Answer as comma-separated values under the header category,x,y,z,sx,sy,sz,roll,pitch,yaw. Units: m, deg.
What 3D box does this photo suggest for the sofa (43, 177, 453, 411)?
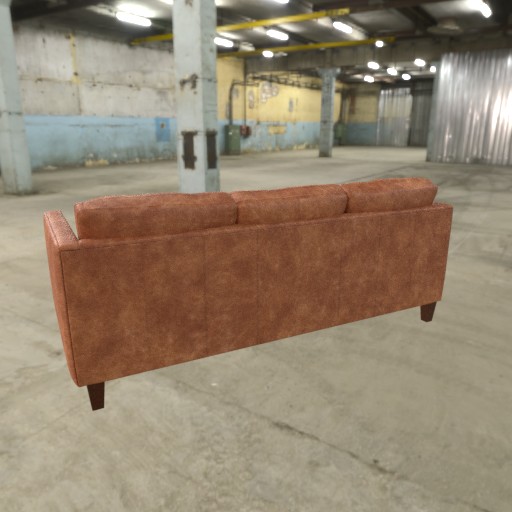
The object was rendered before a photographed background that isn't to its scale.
category,x,y,z,sx,sy,sz,roll,pitch,yaw
sofa,0.000,0.000,2.923,2.464,1.006,1.045,-8,17,-27
